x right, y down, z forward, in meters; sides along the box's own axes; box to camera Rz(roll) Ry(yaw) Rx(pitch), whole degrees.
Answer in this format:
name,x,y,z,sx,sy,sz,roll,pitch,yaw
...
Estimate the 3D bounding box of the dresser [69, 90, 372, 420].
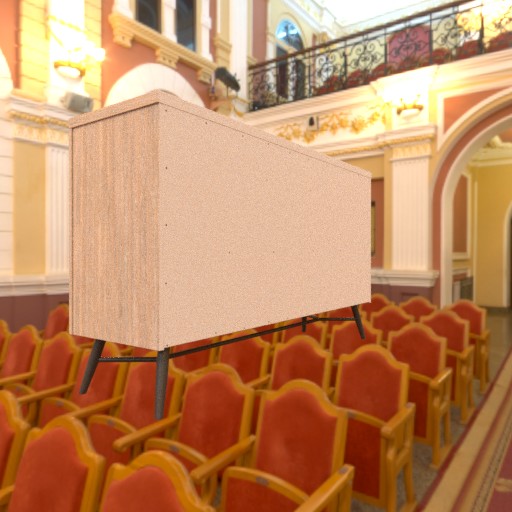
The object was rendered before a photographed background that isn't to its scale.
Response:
name,x,y,z,sx,sy,sz,roll,pitch,yaw
dresser,0.000,0.000,1.961,0.457,0.914,1.524,0,0,36
